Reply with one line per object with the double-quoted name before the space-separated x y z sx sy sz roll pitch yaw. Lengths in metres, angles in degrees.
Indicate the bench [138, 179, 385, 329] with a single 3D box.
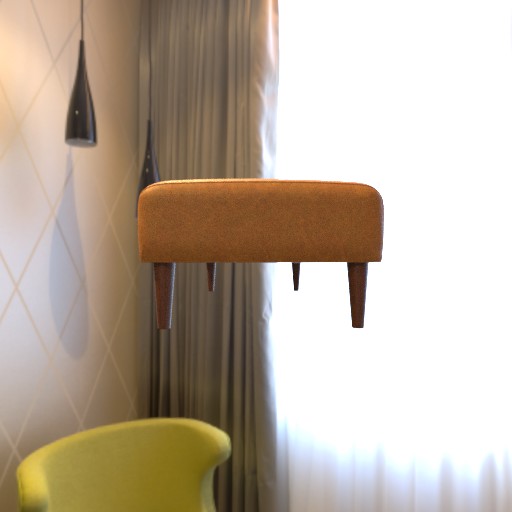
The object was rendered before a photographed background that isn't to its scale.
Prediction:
"bench" 0.000 0.000 1.905 0.653 0.399 1.610 0 -1 -1
